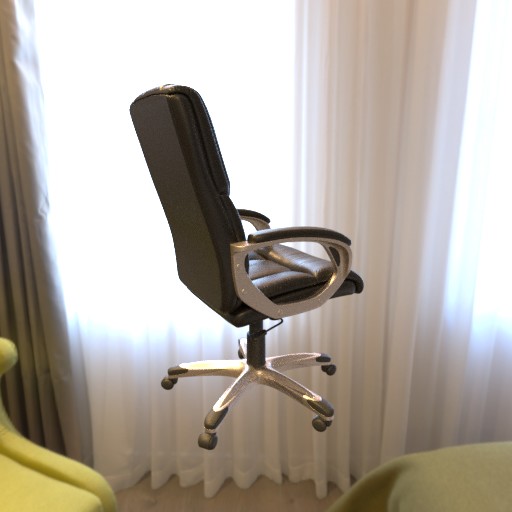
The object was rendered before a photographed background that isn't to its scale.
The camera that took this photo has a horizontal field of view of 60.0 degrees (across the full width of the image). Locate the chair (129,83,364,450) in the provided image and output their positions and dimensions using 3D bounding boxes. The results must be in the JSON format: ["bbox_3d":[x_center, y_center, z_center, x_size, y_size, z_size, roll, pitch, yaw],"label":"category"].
[{"bbox_3d":[0.000,0.000,1.656,0.780,1.145,0.700,-7,15,-27],"label":"chair"}]
